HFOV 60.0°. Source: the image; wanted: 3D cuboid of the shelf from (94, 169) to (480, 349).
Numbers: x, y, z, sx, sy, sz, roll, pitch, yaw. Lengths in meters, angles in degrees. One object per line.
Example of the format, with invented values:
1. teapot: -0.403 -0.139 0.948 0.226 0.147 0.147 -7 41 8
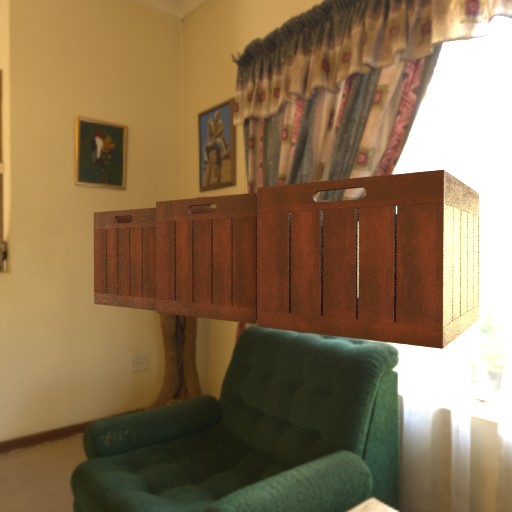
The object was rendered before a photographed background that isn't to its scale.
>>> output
1. shelf: 0.000 0.000 1.231 1.064 0.311 0.393 1 1 35
